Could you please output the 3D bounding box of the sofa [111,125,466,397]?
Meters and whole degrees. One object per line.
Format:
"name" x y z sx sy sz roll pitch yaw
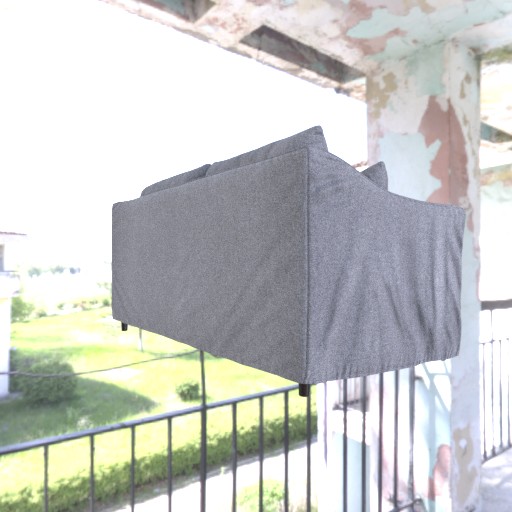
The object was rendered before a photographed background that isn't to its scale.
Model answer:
"sofa" 0.000 0.000 2.595 1.072 1.018 2.010 0 -1 -37
